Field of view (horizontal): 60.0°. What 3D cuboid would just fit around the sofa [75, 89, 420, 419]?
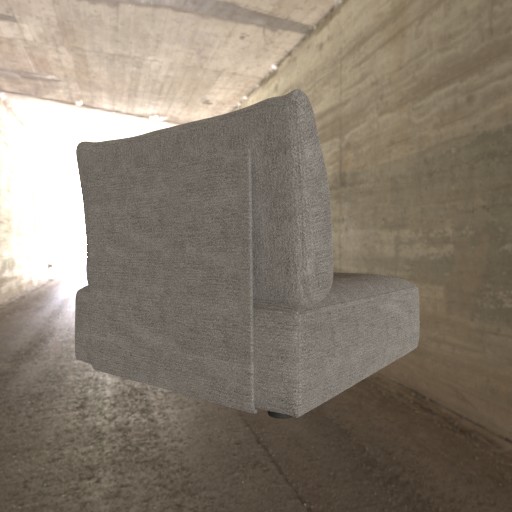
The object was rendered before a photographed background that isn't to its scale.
[{"bbox_3d":[0.000,0.000,1.705,1.000,0.820,1.000,1,1,37],"label":"sofa"}]
